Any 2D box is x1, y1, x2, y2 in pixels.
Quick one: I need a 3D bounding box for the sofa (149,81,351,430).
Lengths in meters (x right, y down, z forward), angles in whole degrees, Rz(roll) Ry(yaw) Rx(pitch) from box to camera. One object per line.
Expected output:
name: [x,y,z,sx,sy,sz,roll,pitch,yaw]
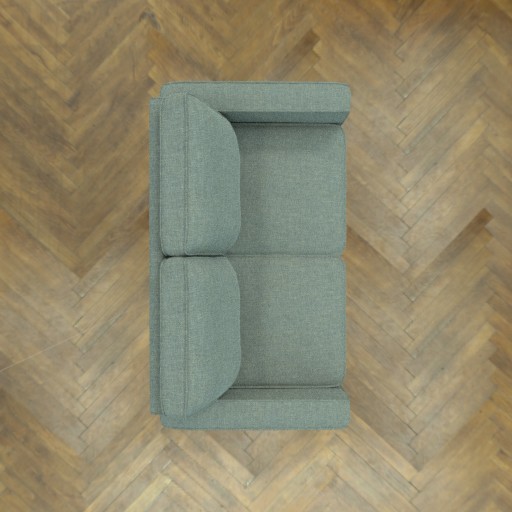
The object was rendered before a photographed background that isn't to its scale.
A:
sofa: [0.000,0.000,2.290,0.945,0.915,1.706,0,90,-1]
